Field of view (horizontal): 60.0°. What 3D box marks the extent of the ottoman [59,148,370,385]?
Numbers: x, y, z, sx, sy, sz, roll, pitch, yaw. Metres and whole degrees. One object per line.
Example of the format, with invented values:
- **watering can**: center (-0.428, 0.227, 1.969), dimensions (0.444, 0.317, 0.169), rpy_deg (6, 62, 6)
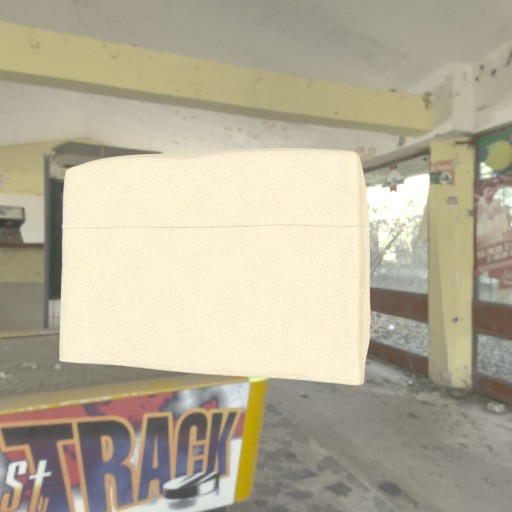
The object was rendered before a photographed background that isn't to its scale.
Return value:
- **ottoman**: center (0.000, 0.000, 1.182), dimensions (0.590, 0.444, 0.872), rpy_deg (0, 0, 15)
